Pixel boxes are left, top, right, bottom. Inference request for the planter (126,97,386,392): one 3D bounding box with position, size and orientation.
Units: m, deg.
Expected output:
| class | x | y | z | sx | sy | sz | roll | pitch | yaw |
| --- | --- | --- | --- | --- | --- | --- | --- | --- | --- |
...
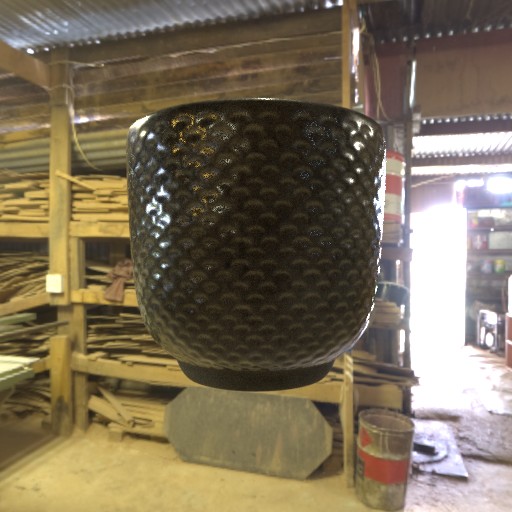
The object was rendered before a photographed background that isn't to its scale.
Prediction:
| class | x | y | z | sx | sy | sz | roll | pitch | yaw |
| --- | --- | --- | --- | --- | --- | --- | --- | --- | --- |
| planter | 0.000 | 0.000 | 0.248 | 0.140 | 0.129 | 0.140 | 0 | 0 | 0 |
